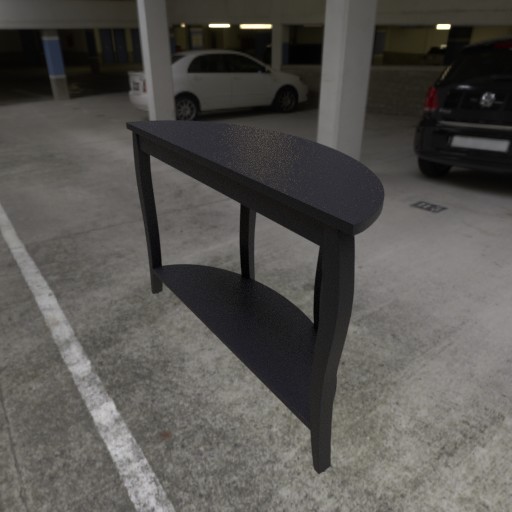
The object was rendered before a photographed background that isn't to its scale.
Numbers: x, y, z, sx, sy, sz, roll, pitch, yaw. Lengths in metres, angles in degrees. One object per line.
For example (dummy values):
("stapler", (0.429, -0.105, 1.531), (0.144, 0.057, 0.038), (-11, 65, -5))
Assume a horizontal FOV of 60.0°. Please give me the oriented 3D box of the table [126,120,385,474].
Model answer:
("table", (0.000, 0.000, 1.580), (0.394, 0.780, 1.219), (-18, 33, -31))
